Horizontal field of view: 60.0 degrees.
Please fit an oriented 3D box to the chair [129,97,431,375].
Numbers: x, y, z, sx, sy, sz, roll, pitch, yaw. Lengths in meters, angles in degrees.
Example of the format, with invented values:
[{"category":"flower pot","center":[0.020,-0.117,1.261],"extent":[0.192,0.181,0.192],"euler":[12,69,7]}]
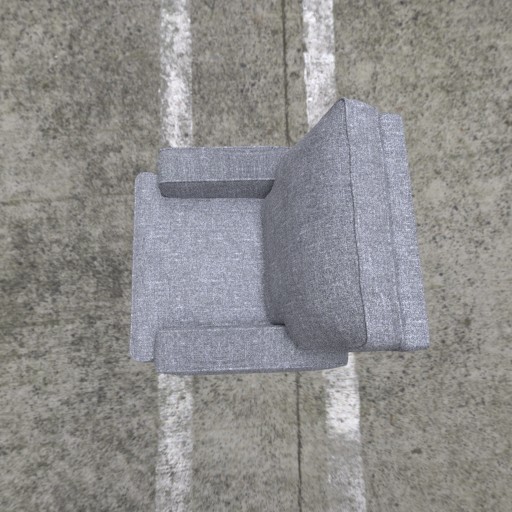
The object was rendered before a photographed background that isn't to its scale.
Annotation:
[{"category":"chair","center":[0.000,0.000,1.675],"extent":[0.964,0.962,0.861],"euler":[-2,76,0]}]
